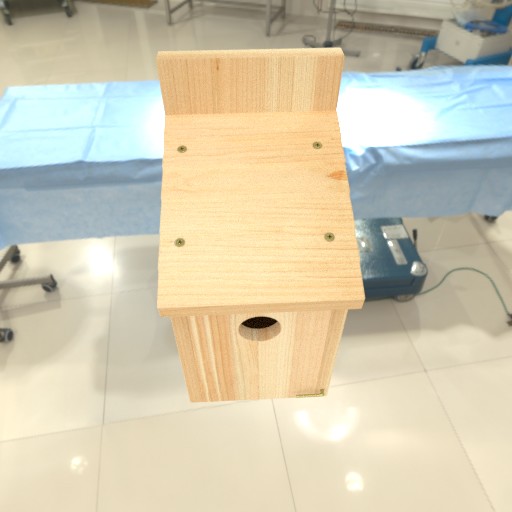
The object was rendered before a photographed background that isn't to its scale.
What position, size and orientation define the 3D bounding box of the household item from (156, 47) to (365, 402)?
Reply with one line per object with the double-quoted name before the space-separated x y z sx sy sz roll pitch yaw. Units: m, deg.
"household item" 0.000 0.000 0.402 0.149 0.300 0.171 -2 46 -2
